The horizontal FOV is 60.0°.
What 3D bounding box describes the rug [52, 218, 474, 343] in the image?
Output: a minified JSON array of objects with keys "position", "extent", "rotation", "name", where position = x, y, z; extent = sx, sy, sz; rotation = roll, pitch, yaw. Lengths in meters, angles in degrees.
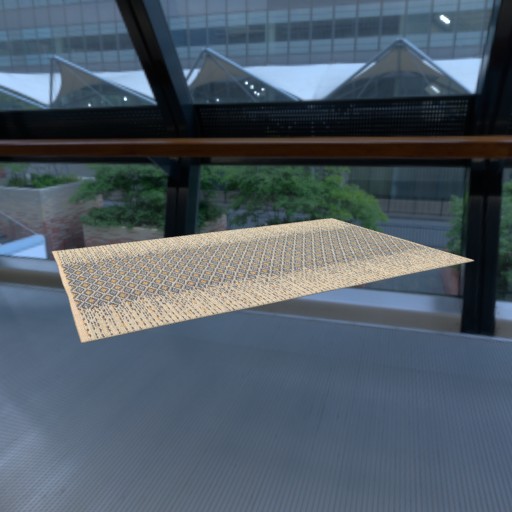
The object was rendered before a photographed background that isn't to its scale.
[{"position":[0.000,0.000,3.029],"extent":[2.448,0.008,1.541],"rotation":[-9,19,-27],"name":"rug"}]
